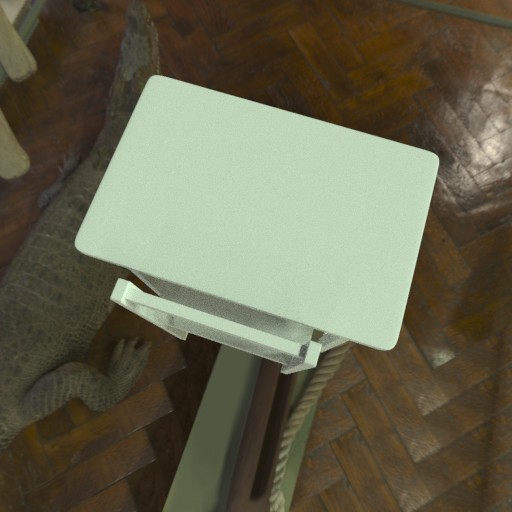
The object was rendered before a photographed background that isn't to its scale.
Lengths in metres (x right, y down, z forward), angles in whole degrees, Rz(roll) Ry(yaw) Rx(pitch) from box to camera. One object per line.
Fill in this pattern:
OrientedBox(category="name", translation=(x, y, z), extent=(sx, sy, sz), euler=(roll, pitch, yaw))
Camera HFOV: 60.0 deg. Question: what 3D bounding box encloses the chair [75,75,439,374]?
OrientedBox(category="chair", translation=(0.000, 0.000, 1.076), extent=(0.599, 0.673, 0.461), euler=(17, 75, 5))
